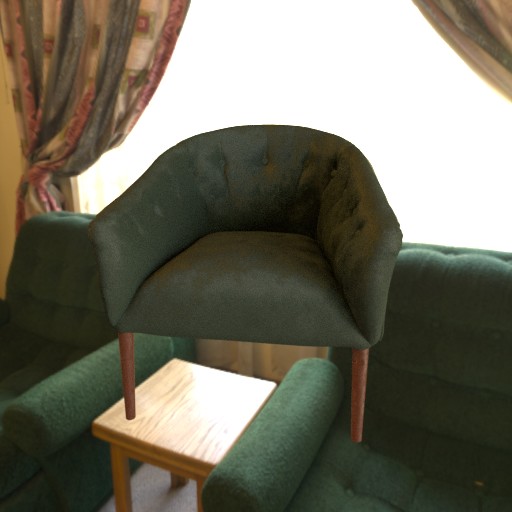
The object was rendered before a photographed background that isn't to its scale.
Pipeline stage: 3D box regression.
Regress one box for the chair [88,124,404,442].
[{"bbox_3d":[0.000,0.000,1.536,0.851,0.885,0.776,2,16,8],"label":"chair"}]
